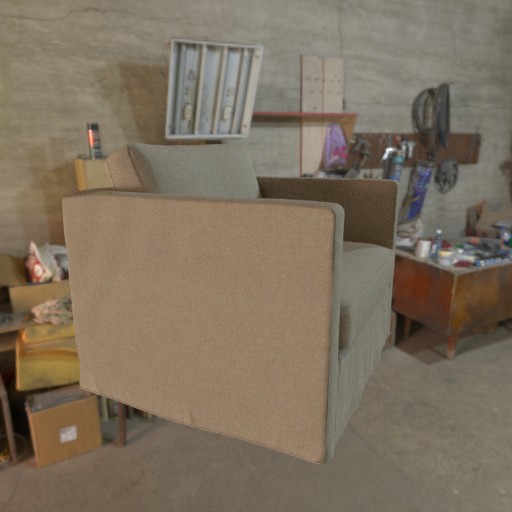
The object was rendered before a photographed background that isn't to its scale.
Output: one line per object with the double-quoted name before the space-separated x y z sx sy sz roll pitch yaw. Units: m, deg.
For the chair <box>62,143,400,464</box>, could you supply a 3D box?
"chair" 0.000 0.000 1.746 0.949 0.863 1.057 6 15 25
